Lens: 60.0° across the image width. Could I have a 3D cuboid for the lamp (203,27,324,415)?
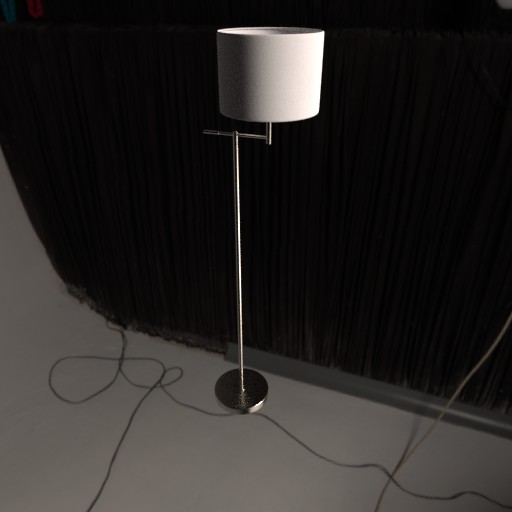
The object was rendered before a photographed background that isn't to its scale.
[{"bbox_3d":[0.000,0.000,1.759,0.416,1.600,0.324,10,32,17],"label":"lamp"}]
